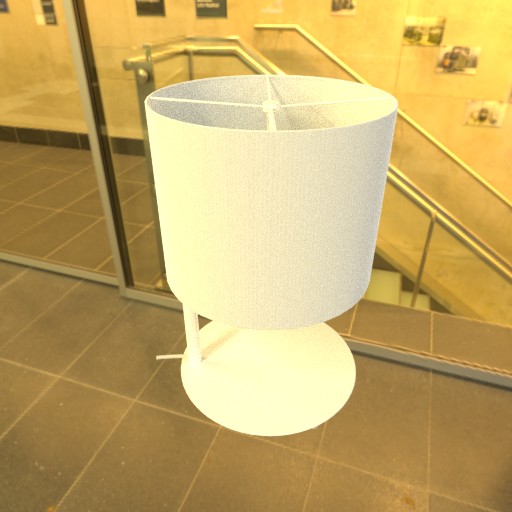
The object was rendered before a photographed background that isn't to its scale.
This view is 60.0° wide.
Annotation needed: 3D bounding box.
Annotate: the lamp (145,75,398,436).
[{"bbox_3d":[0.000,0.000,0.656,0.341,0.454,0.299,0,32,0],"label":"lamp"}]
